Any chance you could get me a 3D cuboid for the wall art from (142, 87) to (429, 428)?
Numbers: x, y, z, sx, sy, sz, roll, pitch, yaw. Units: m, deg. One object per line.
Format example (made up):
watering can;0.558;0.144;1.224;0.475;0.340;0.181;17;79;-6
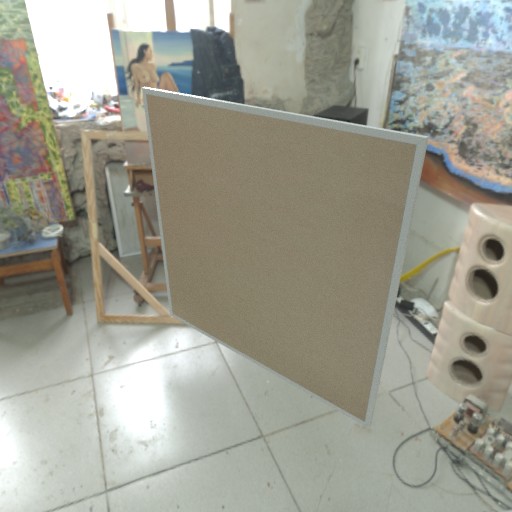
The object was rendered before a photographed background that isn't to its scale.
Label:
wall art;0.000;0.000;0.700;0.456;0.456;0.007;22;37;32
